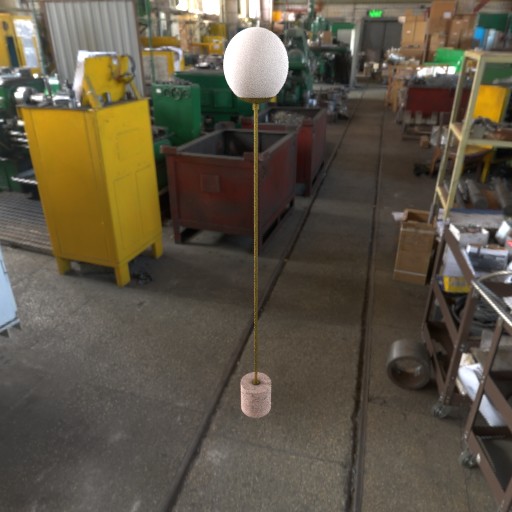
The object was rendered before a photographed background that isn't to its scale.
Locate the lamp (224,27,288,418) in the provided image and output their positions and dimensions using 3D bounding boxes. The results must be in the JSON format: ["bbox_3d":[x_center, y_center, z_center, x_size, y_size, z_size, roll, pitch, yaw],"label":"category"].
[{"bbox_3d":[0.000,0.000,1.904,0.229,1.748,0.229,-8,28,-16],"label":"lamp"}]
